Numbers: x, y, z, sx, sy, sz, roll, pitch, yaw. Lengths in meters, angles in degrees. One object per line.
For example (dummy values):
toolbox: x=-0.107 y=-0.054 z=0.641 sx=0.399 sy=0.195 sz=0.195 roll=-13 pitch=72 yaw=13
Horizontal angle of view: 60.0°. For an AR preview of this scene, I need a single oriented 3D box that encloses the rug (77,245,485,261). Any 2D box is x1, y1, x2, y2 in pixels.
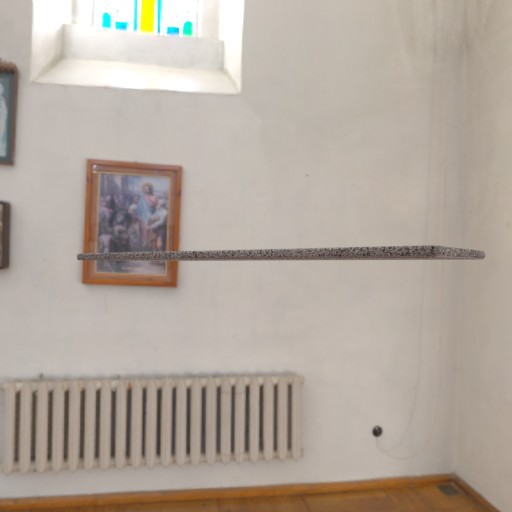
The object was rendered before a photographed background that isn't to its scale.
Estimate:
rug: x=0.000 y=0.000 z=1.737 sx=1.524 sy=0.030 sz=0.609 roll=-1 pitch=-1 yaw=37
